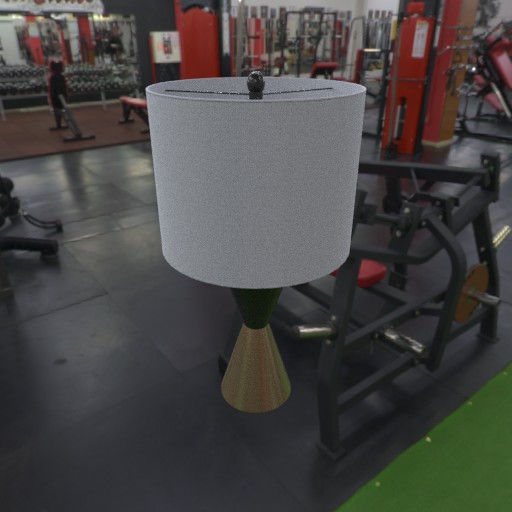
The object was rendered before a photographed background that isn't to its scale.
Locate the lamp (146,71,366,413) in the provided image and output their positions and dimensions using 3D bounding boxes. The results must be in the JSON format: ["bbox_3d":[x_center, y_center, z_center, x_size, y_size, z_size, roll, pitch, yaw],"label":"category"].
[{"bbox_3d":[0.000,0.000,0.744,0.304,0.573,0.304,-17,31,-31],"label":"lamp"}]
